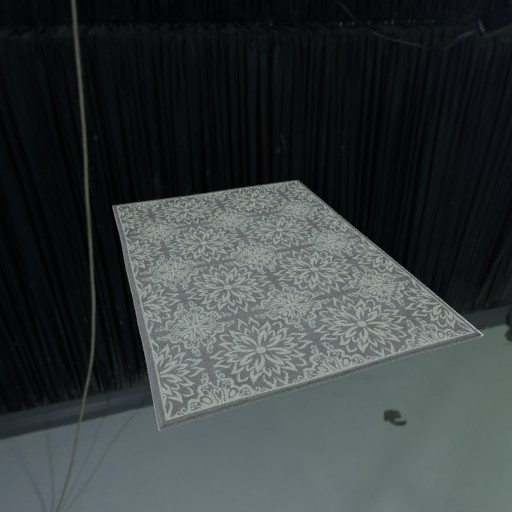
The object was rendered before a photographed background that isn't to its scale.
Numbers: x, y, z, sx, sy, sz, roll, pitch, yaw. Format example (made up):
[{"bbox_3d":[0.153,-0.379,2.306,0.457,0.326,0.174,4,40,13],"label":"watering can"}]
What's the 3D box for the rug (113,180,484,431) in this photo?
[{"bbox_3d":[0.000,0.000,2.850,1.608,0.014,2.213,-11,33,-17],"label":"rug"}]
